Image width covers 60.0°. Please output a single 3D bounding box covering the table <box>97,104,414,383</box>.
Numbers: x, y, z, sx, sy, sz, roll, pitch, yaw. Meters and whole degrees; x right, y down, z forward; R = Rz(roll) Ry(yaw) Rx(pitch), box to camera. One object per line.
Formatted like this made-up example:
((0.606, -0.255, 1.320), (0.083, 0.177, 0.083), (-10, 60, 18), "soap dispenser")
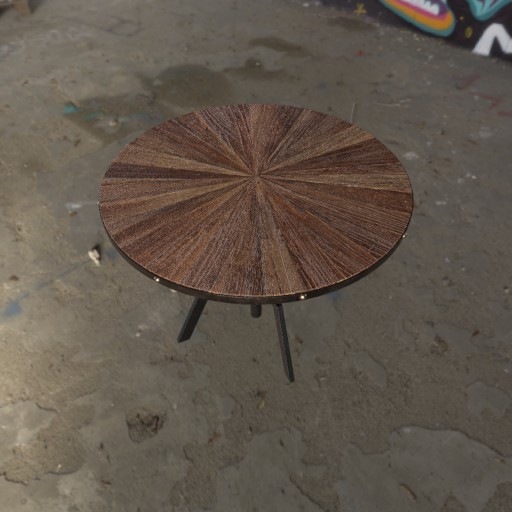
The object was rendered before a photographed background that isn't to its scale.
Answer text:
((0.000, 0.000, 1.516), (0.885, 0.658, 0.885), (0, 46, 0), "table")
